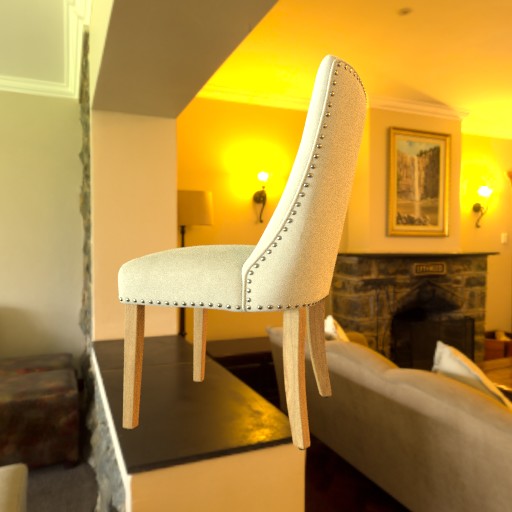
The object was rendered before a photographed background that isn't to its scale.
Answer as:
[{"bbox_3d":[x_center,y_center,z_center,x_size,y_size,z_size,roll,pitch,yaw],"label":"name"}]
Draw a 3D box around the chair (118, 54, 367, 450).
[{"bbox_3d":[0.000,0.000,1.268,0.610,0.902,0.495,0,1,17],"label":"chair"}]
